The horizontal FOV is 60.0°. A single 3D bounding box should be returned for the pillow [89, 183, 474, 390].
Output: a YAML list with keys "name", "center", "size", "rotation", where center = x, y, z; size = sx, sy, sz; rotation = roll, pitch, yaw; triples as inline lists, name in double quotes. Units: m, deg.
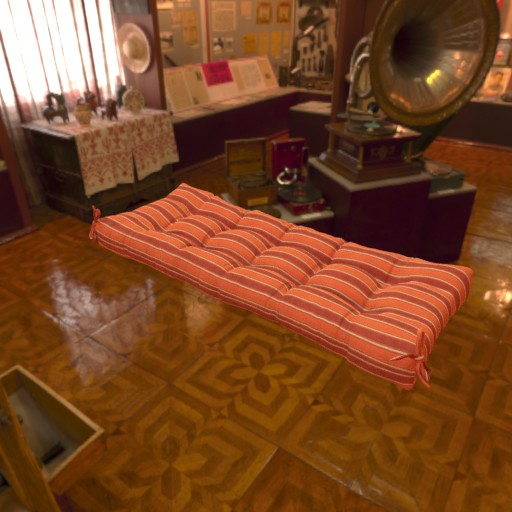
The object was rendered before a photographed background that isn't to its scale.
- name: "pillow"
  center: [0.000, 0.000, 1.353]
  size: [1.194, 0.174, 0.511]
  rotation: [20, 36, 32]
